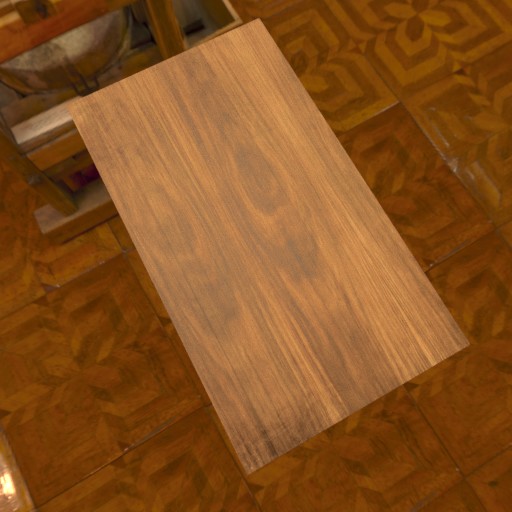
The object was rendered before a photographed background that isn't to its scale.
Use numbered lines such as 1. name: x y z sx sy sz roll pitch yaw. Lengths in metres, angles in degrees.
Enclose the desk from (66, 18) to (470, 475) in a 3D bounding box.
1. desk: 0.000 0.000 1.387 0.588 0.758 0.949 -28 77 -7
